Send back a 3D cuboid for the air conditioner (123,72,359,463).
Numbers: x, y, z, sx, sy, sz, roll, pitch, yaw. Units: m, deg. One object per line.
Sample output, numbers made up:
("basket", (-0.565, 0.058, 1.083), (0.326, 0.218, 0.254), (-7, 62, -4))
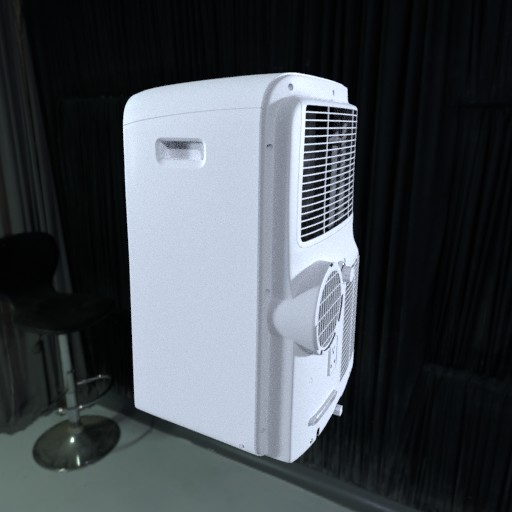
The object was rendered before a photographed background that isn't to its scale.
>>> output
("air conditioner", (0.000, 0.000, 1.050), (0.467, 0.765, 0.478), (8, 18, 25))
